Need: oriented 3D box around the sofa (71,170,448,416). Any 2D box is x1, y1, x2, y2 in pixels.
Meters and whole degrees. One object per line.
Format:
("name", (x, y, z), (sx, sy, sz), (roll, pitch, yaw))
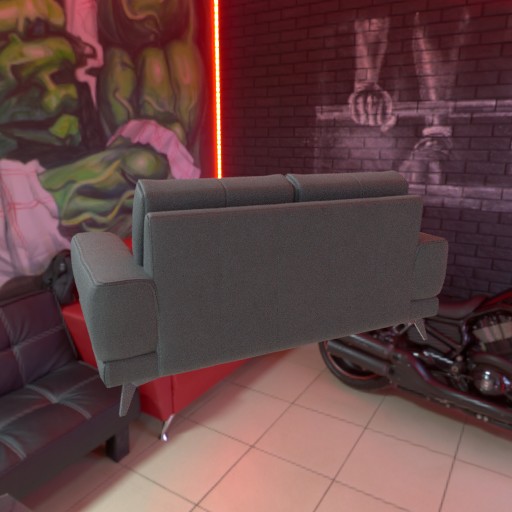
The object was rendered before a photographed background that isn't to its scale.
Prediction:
("sofa", (0.000, 0.000, 2.383), (1.806, 0.907, 1.018), (-7, 16, -25))
